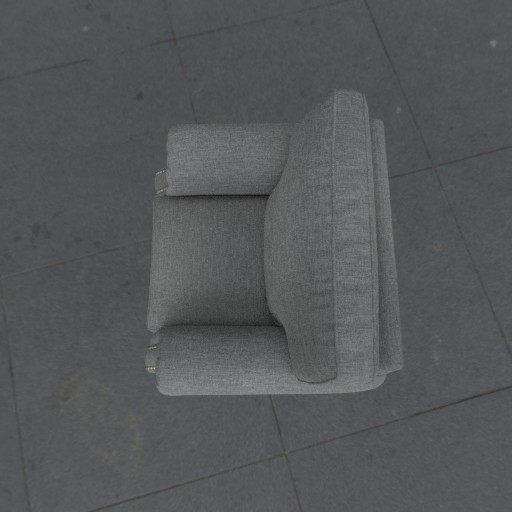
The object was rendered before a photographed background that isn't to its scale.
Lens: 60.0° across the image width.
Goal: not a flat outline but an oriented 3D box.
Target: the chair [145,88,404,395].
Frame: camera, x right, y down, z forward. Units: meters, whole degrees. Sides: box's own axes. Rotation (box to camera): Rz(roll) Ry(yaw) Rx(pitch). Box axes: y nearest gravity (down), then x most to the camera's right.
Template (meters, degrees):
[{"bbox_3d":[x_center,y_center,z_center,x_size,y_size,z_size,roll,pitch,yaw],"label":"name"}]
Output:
[{"bbox_3d":[0.000,0.000,1.835,0.965,0.961,1.092,0,76,0],"label":"chair"}]
